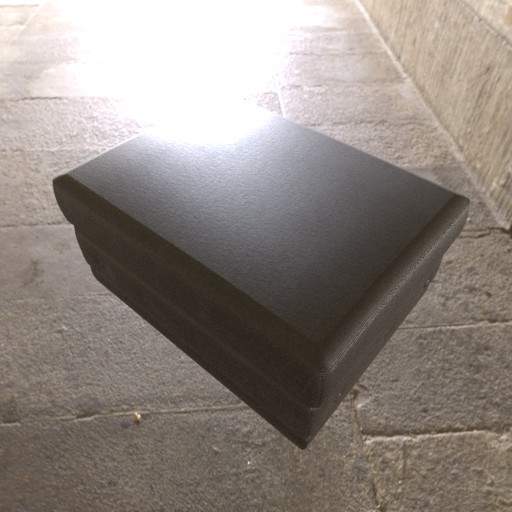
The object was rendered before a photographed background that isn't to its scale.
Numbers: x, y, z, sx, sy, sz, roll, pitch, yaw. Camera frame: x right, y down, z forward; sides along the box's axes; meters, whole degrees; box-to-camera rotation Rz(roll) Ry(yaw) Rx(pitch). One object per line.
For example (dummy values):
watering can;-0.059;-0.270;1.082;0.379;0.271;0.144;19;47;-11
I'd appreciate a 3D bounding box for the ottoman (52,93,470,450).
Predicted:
ottoman;0.000;0.000;1.165;0.795;0.498;0.590;32;54;27
